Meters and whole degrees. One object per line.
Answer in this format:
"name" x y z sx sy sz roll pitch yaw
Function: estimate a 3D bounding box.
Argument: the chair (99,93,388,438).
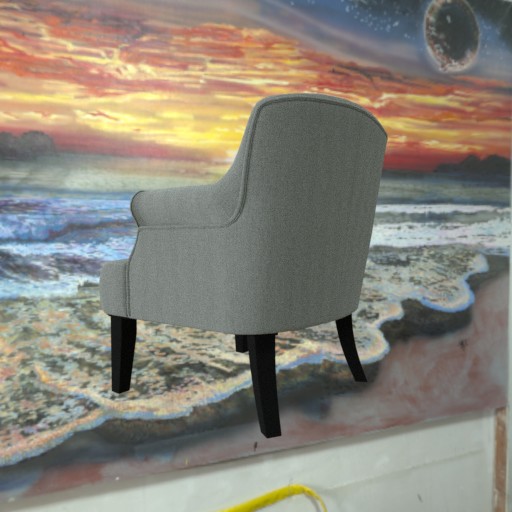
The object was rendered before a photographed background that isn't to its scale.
"chair" 0.000 0.000 1.486 0.755 0.880 0.772 2 3 38
